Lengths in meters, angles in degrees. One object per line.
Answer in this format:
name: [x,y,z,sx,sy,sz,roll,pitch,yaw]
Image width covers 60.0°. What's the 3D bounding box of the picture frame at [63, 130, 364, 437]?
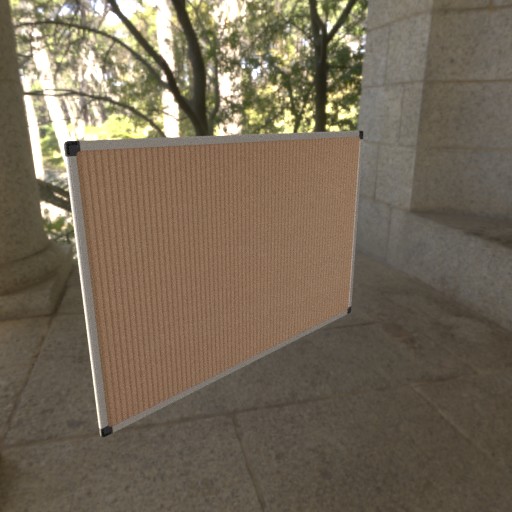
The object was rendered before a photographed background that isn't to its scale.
picture frame: [0.000,0.000,1.131,0.900,0.600,0.010,-16,24,-42]
